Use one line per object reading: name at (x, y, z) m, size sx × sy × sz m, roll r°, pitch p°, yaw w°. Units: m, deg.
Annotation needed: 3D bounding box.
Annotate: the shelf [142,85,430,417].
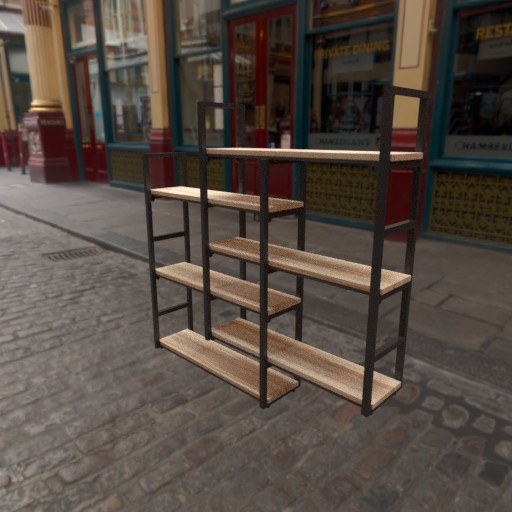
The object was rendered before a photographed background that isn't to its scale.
shelf at (0.000, 0.000, 1.387) m, size 0.946 × 0.921 × 0.183 m, roll 14°, pitch 21°, yaw 42°
